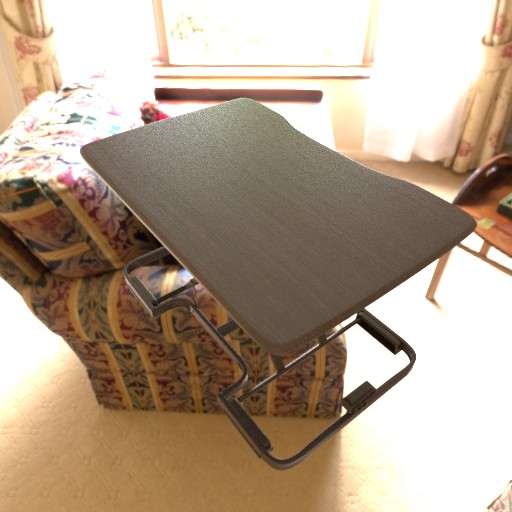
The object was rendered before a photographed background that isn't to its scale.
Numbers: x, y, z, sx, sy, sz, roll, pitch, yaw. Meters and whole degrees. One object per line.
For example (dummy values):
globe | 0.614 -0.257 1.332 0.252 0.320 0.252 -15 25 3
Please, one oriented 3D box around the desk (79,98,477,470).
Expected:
desk | 0.000 0.000 1.160 0.546 0.470 0.820 -27 48 -27
